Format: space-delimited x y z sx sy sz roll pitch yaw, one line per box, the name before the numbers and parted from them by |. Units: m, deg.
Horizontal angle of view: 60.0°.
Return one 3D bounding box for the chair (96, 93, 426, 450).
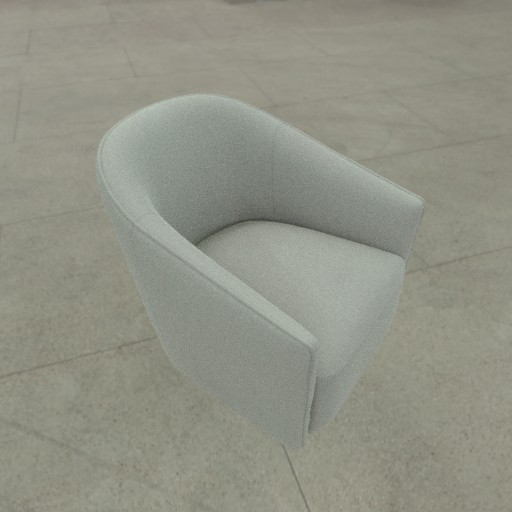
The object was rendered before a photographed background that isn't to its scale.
chair | 0.000 0.000 1.447 0.875 0.799 0.747 25 47 26
